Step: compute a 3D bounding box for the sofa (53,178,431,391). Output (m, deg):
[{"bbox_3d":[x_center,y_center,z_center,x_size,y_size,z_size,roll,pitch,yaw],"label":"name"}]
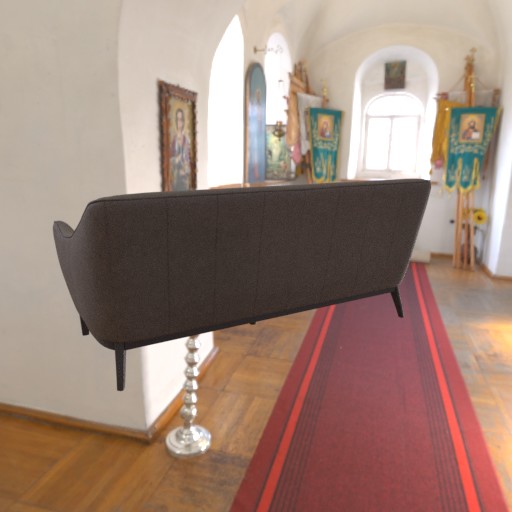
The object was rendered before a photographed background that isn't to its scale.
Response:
[{"bbox_3d":[0.000,0.000,2.413,1.928,0.831,0.869,-8,16,-28],"label":"sofa"}]
